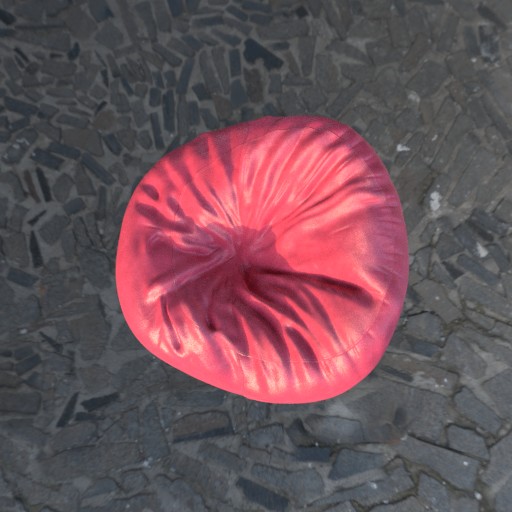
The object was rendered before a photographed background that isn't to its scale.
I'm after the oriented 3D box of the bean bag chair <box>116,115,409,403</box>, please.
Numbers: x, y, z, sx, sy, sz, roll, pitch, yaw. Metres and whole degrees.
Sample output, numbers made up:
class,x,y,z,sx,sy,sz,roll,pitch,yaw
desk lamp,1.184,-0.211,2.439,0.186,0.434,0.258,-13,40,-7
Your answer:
class,x,y,z,sx,sy,sz,roll,pitch,yaw
bean bag chair,0.000,0.000,2.427,1.524,0.878,1.524,1,75,0
